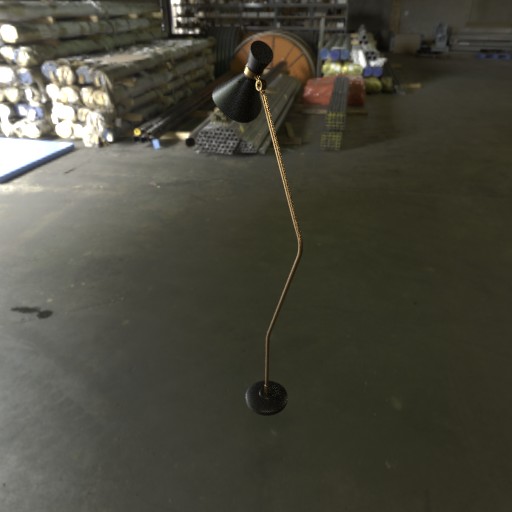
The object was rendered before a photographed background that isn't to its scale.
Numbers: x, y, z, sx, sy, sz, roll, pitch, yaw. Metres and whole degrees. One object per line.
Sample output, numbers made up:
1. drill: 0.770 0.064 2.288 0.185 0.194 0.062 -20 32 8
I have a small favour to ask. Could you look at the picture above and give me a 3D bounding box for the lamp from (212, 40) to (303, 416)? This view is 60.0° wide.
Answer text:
1. lamp: 0.000 0.000 1.648 0.277 1.438 0.467 -2 30 -3
